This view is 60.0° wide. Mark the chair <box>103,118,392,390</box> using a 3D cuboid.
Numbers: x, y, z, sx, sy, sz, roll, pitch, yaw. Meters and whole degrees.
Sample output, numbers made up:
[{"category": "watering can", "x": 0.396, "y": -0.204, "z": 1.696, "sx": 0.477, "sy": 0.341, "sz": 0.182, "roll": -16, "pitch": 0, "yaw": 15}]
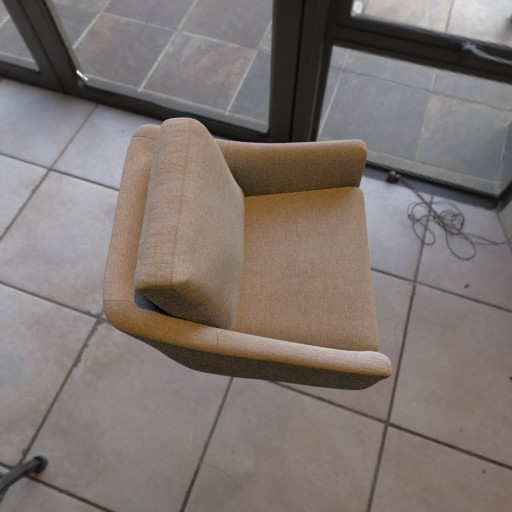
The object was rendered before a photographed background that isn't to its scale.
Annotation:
[{"category": "chair", "x": 0.000, "y": 0.000, "z": 1.788, "sx": 0.961, "sy": 0.902, "sz": 0.986, "roll": 1, "pitch": 64, "yaw": 0}]
